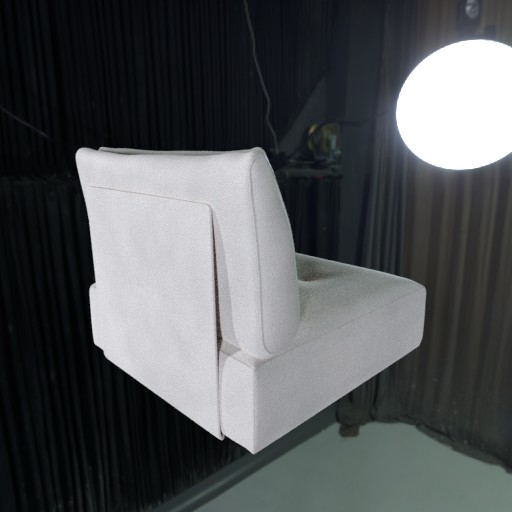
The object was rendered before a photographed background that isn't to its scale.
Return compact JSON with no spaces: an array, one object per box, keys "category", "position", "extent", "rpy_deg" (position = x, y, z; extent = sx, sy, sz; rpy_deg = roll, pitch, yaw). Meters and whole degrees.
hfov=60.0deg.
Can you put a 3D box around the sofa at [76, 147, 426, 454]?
[{"category":"sofa","position":[0.000,0.000,1.721],"extent":[1.000,0.820,1.000],"rpy_deg":[-13,19,-43]}]
